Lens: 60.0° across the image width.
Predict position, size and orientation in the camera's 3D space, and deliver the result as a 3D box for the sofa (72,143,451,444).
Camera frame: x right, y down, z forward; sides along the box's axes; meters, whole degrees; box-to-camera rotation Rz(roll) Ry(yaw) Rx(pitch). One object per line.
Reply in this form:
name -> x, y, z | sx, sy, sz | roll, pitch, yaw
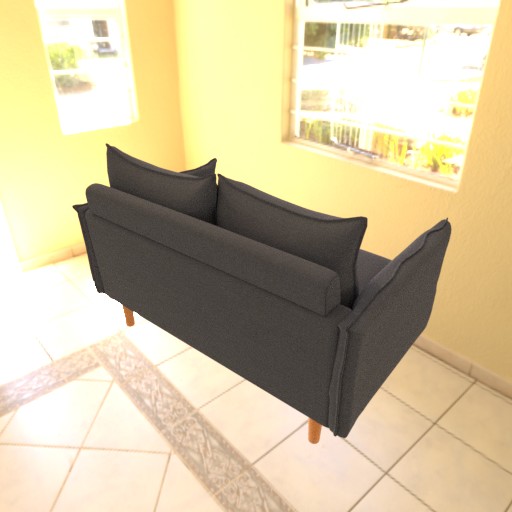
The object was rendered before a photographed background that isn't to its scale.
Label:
sofa -> 0.000, 0.000, 1.821 | 1.300, 0.840, 0.820 | 22, 36, 33
